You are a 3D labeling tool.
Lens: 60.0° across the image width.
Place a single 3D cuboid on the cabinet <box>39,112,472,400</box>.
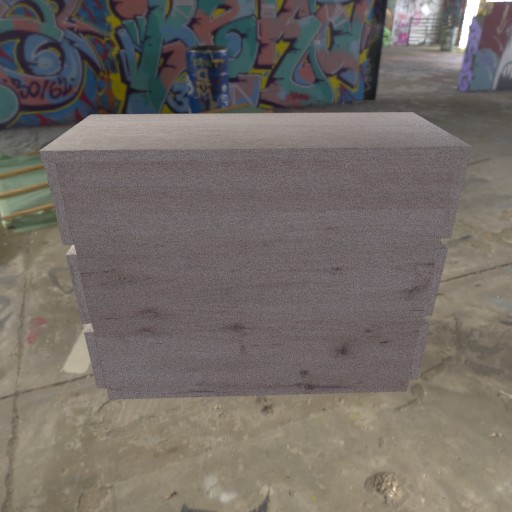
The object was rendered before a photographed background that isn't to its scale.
[{"bbox_3d":[0.000,0.000,1.444,1.040,0.820,0.420,-1,29,-2],"label":"cabinet"}]
